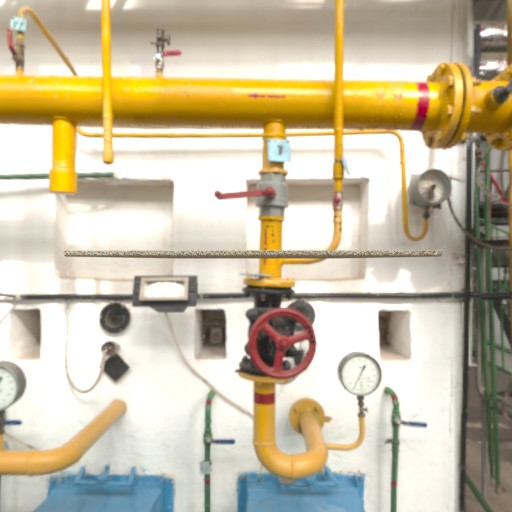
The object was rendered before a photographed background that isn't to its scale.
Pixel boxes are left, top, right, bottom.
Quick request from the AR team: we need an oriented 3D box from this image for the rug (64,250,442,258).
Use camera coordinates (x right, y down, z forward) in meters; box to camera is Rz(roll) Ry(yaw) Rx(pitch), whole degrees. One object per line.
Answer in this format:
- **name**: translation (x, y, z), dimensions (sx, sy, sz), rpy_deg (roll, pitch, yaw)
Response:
- **rug**: translation (0.000, 0.000, 2.927), dimensions (1.500, 0.025, 2.346), rpy_deg (0, 0, 1)
